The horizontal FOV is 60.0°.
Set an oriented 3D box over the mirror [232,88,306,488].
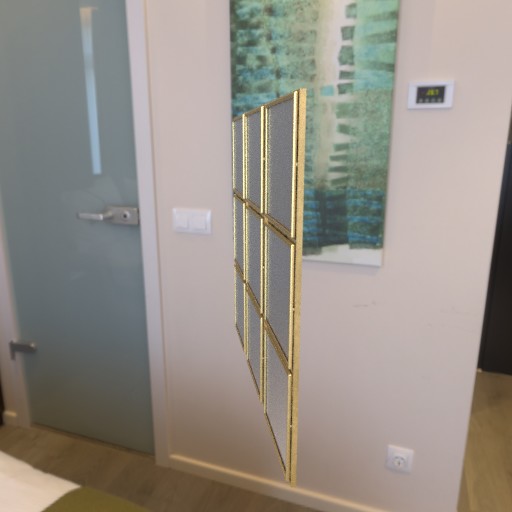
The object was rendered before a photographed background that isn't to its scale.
[{"bbox_3d":[0.000,0.000,1.462,0.023,0.926,1.011,-2,14,-10],"label":"mirror"}]
